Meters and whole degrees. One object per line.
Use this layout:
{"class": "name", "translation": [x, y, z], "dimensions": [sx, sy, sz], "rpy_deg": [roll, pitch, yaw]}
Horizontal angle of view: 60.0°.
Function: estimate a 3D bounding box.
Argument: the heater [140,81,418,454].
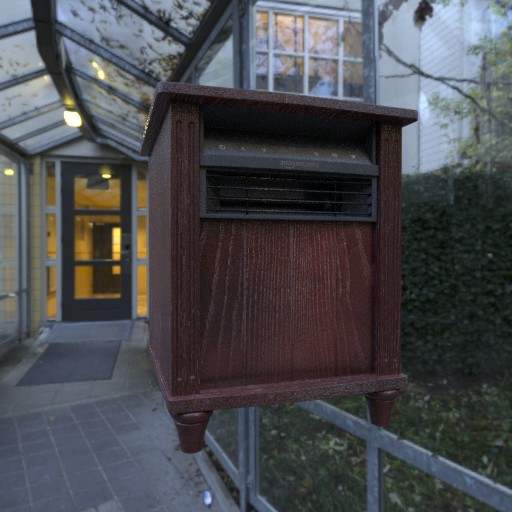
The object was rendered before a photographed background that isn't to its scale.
{"class": "heater", "translation": [0.000, 0.000, 0.751], "dimensions": [0.362, 0.481, 0.400], "rpy_deg": [0, 1, -18]}
